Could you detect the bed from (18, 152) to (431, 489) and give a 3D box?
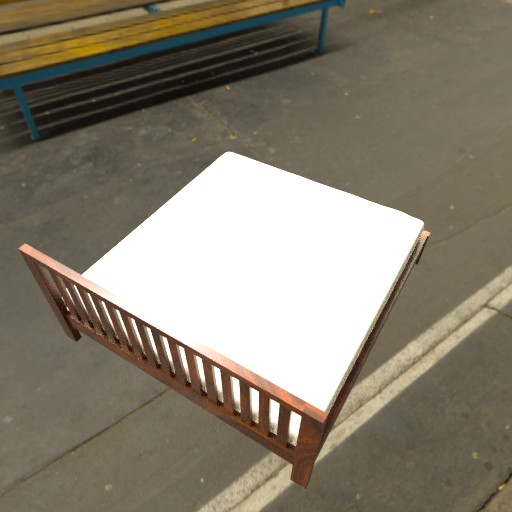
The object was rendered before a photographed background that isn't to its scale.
[{"bbox_3d":[0.000,0.000,3.077,1.905,0.890,2.030,24,51,21],"label":"bed"}]
